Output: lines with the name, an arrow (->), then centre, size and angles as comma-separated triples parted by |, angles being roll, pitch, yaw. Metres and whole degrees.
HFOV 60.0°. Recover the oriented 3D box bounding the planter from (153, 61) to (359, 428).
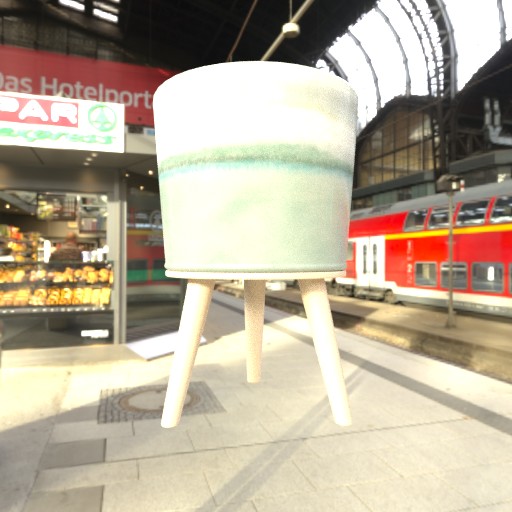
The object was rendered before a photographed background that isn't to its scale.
planter -> 0.000, 0.000, 0.587 | 0.265, 0.404, 0.265 | 0, 0, -19
